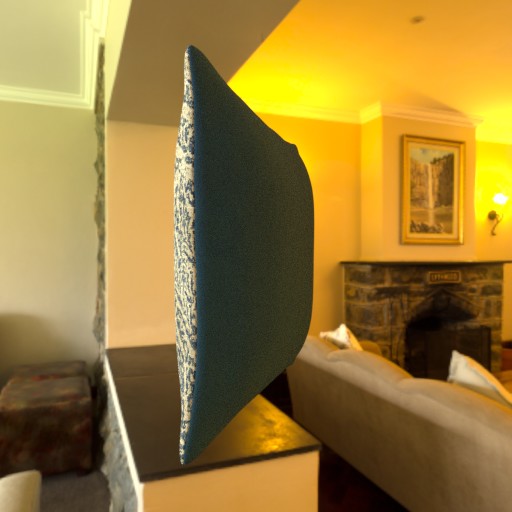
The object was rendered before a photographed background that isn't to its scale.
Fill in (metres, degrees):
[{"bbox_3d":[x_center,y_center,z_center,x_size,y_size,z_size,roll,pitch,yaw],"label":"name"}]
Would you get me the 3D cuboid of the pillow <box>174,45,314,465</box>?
[{"bbox_3d":[0.000,0.000,0.781,0.166,0.510,0.523,0,0,19],"label":"pillow"}]
